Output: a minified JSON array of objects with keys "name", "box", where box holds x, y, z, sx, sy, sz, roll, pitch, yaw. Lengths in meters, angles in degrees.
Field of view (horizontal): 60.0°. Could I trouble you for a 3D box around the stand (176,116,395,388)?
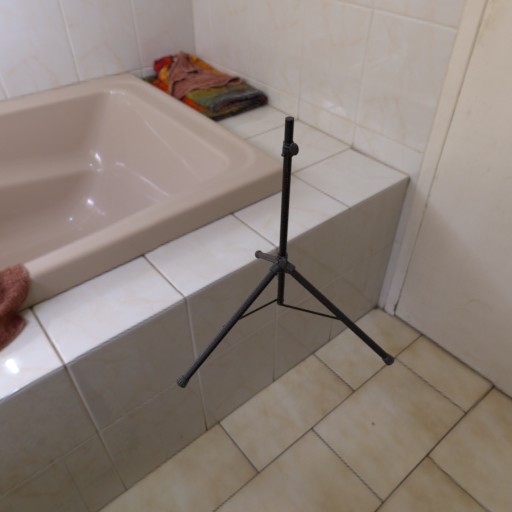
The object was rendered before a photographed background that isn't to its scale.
[{"name":"stand","box":[0.000,0.000,1.881,0.907,1.136,1.045,-26,47,-27]}]
